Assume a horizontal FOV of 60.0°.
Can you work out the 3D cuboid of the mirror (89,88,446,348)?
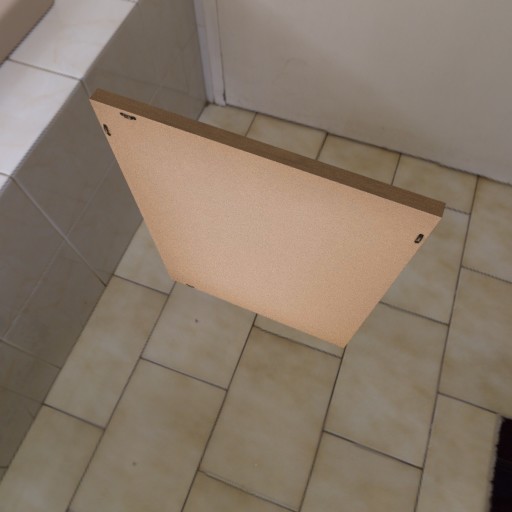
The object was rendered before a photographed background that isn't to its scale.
[{"bbox_3d":[0.000,0.000,1.351,0.762,1.016,0.040,21,67,9],"label":"mirror"}]
